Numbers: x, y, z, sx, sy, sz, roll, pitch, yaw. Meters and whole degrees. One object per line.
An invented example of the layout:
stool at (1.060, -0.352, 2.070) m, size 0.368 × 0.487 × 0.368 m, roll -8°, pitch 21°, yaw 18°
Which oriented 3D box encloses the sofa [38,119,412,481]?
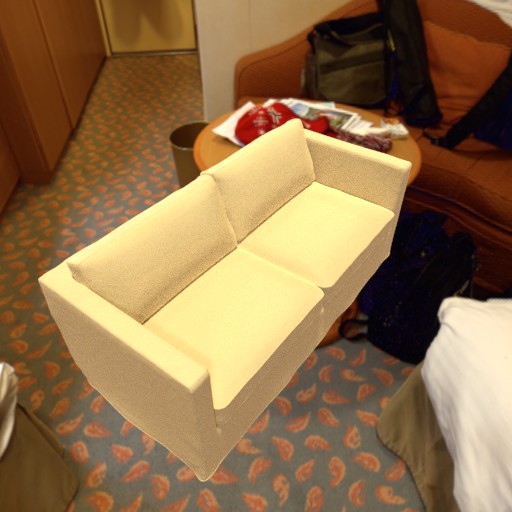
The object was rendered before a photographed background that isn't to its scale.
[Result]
sofa at (0.000, 0.000, 2.496) m, size 0.940 × 0.870 × 1.987 m, roll 26°, pitch 47°, yaw 27°
